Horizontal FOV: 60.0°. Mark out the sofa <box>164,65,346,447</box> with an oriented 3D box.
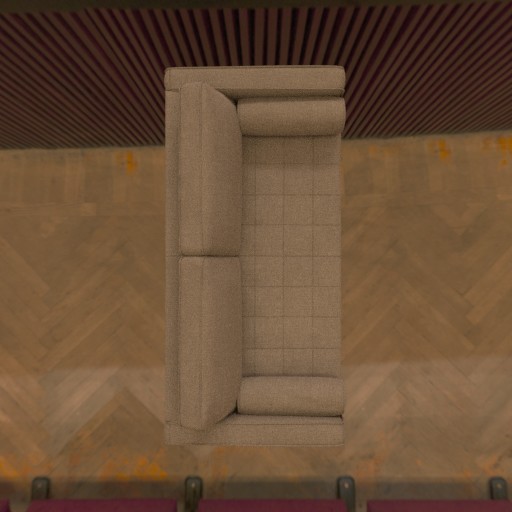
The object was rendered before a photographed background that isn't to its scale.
[{"bbox_3d":[0.000,0.000,2.350,0.914,0.762,1.879,0,90,1],"label":"sofa"}]
